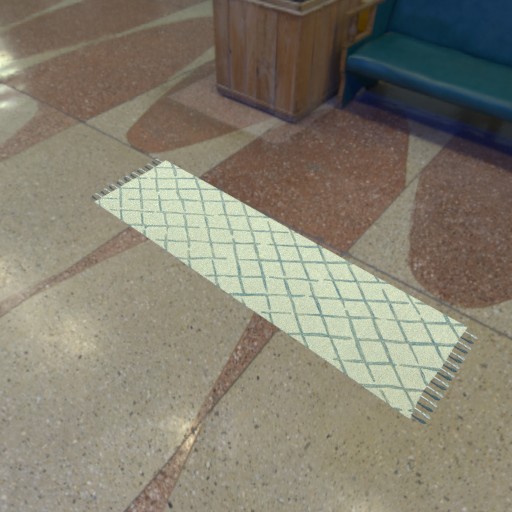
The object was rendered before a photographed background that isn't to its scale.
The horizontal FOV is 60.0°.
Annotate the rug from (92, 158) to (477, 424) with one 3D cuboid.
[{"bbox_3d":[0.000,0.000,2.551,2.372,0.008,0.620,32,54,27],"label":"rug"}]
